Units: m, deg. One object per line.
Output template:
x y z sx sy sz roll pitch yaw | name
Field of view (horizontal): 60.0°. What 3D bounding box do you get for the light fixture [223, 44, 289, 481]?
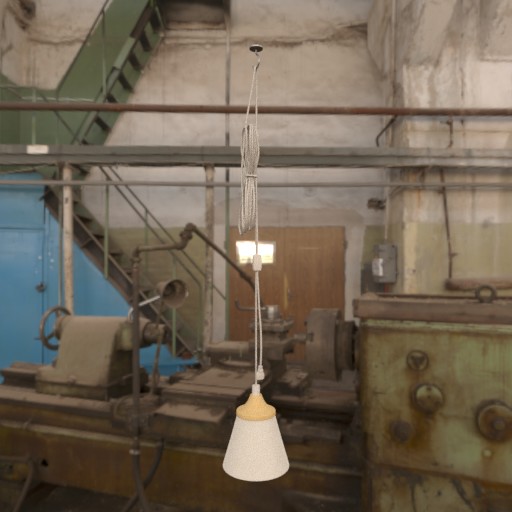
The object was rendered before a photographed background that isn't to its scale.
0.000 0.000 1.027 0.153 0.966 0.153 0 0 1 | light fixture
